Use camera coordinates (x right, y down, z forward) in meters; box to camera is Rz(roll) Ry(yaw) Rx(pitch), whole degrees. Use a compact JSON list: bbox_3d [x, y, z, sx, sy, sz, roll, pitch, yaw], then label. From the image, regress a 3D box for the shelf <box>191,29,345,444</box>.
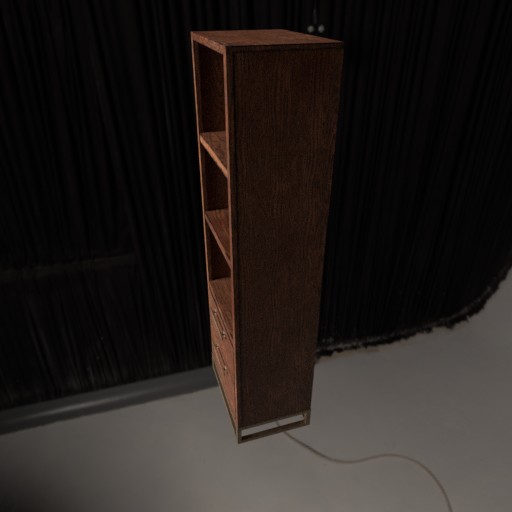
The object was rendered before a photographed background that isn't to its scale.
[{"bbox_3d":[0.000,0.000,1.943,0.395,1.732,0.539,-9,32,-15],"label":"shelf"}]
